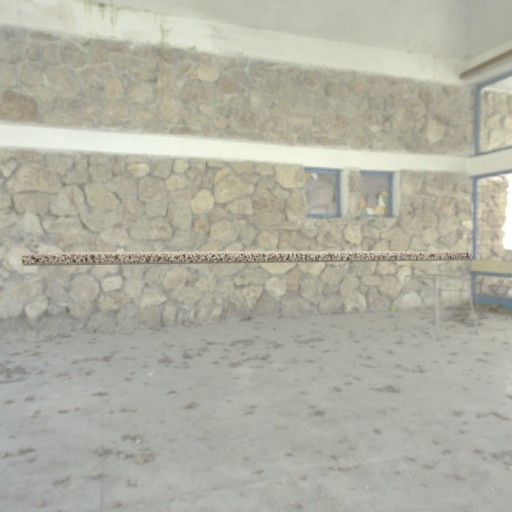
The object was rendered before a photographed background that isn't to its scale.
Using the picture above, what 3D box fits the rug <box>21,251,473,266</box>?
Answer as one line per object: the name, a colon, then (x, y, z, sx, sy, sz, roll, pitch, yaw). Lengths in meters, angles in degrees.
rug: (0.000, 0.000, 1.707, 1.524, 0.030, 0.609, 0, 1, -18)
